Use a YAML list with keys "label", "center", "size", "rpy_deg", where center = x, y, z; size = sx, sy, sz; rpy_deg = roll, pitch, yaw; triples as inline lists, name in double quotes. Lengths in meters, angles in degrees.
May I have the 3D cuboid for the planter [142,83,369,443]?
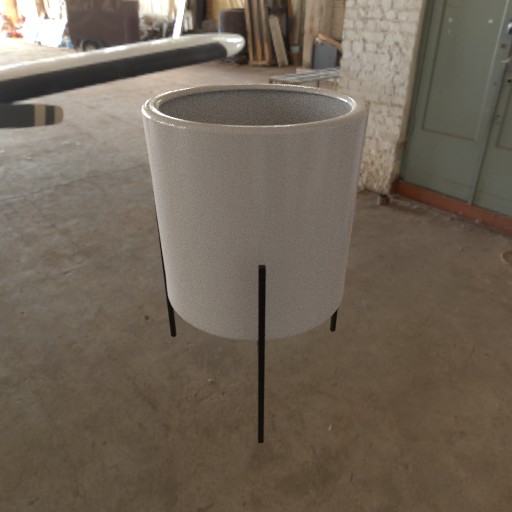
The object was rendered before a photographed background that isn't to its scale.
- label: "planter"
  center: [0.000, 0.000, 0.649]
  size: [0.307, 0.431, 0.308]
  rpy_deg: [-1, 30, -2]
